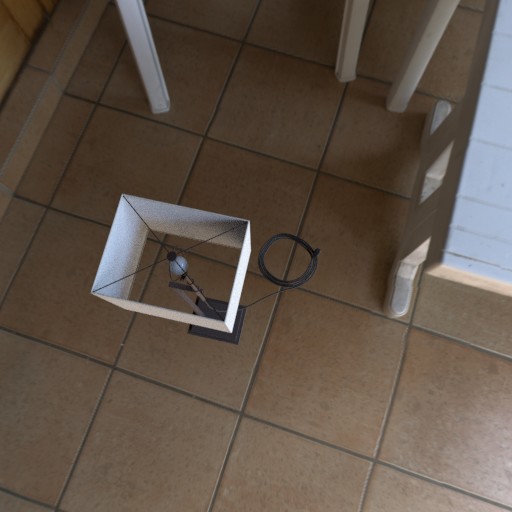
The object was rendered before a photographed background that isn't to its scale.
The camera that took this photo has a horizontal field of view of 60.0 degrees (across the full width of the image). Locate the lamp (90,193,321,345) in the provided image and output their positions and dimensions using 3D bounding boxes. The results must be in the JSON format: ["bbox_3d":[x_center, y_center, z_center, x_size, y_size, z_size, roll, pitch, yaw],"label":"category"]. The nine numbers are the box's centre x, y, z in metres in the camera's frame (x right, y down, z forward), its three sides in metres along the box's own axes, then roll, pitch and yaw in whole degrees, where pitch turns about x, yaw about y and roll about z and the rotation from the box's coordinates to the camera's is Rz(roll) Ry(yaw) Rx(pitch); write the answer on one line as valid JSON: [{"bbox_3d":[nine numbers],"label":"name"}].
[{"bbox_3d":[0.000,0.000,1.981,0.698,1.600,0.774,12,76,3],"label":"lamp"}]
